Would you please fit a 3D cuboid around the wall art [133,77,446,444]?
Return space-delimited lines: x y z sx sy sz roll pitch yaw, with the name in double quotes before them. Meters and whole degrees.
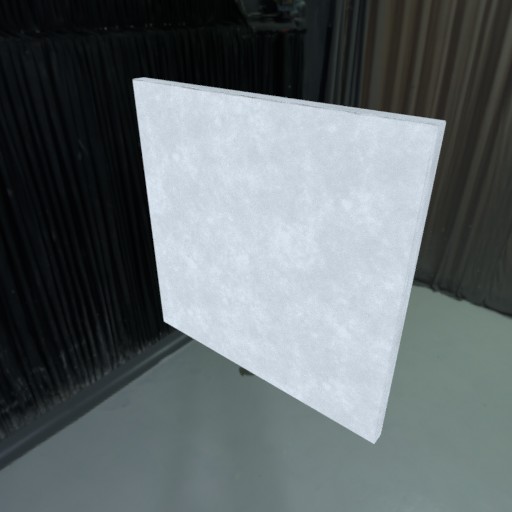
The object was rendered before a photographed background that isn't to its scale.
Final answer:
"wall art" 0.000 0.000 0.438 0.303 0.303 0.015 22 36 33
